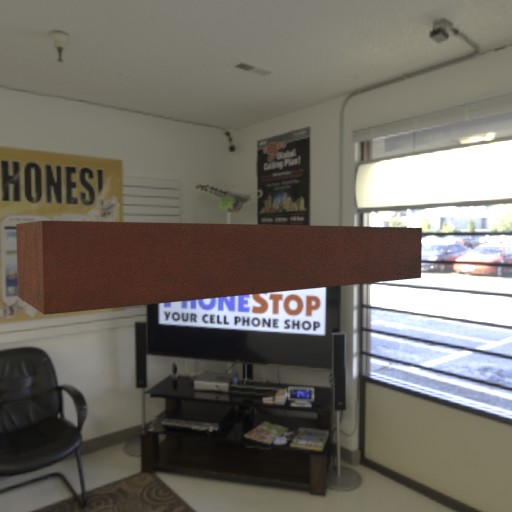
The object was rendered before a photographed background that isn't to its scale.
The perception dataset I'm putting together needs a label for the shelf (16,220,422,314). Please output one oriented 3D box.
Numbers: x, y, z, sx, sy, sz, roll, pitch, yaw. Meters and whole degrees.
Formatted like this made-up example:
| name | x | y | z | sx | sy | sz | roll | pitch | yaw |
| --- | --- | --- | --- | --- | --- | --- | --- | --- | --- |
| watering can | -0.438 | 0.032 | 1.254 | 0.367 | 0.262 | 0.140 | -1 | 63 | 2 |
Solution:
| name | x | y | z | sx | sy | sz | roll | pitch | yaw |
| --- | --- | --- | --- | --- | --- | --- | --- | --- | --- |
| shelf | 0.000 | 0.000 | 0.655 | 0.607 | 0.088 | 0.152 | -2 | 3 | -36 |
